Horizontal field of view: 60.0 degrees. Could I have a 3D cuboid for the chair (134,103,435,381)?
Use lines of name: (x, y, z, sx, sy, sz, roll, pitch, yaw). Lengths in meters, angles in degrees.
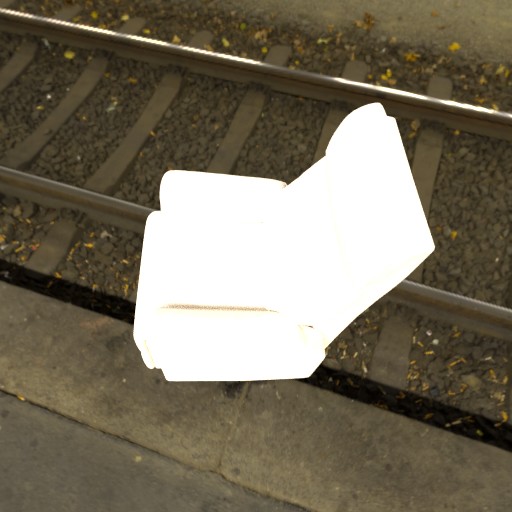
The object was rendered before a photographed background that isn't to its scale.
chair: (0.000, 0.000, 1.770, 1.001, 1.039, 0.820, -2, 57, -1)
